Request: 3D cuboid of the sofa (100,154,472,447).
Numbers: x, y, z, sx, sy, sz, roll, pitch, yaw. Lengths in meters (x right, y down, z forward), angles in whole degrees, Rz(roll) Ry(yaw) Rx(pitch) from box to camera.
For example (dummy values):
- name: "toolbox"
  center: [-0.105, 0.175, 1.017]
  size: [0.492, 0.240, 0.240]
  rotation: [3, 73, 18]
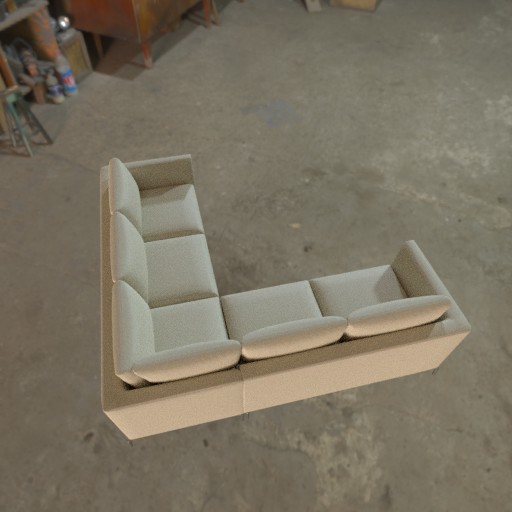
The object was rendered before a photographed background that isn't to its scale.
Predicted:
- name: "sofa"
  center: [0.000, 0.000, 3.742]
  size: [2.430, 0.867, 2.448]
  rotation: [-10, 49, -9]
